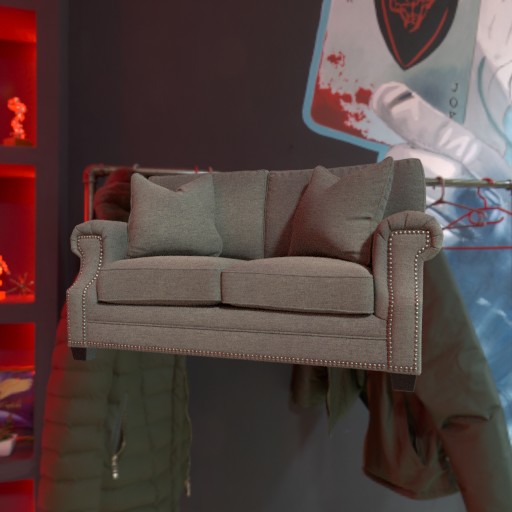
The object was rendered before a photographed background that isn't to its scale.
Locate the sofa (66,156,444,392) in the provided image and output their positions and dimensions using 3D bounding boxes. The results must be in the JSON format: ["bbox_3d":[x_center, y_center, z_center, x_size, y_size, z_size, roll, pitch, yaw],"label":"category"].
[{"bbox_3d":[0.000,0.000,2.236,1.701,0.966,0.966,0,0,19],"label":"sofa"}]
